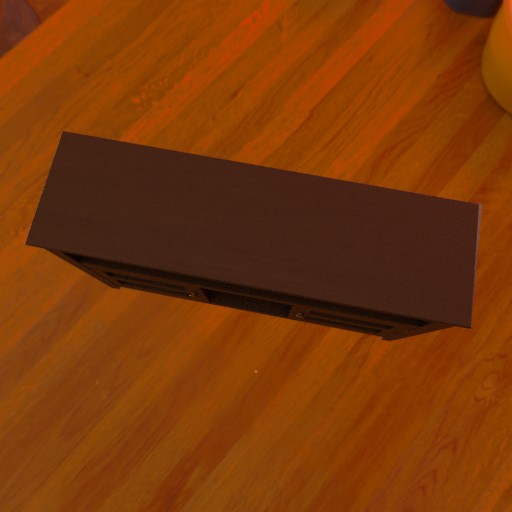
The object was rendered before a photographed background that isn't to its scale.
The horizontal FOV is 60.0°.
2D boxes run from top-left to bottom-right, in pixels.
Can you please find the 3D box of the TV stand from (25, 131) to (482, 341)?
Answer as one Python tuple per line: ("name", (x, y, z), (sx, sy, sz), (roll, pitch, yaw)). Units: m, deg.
("TV stand", (0.000, 0.000, 1.529), (1.198, 0.681, 0.347), (10, 76, 3))
